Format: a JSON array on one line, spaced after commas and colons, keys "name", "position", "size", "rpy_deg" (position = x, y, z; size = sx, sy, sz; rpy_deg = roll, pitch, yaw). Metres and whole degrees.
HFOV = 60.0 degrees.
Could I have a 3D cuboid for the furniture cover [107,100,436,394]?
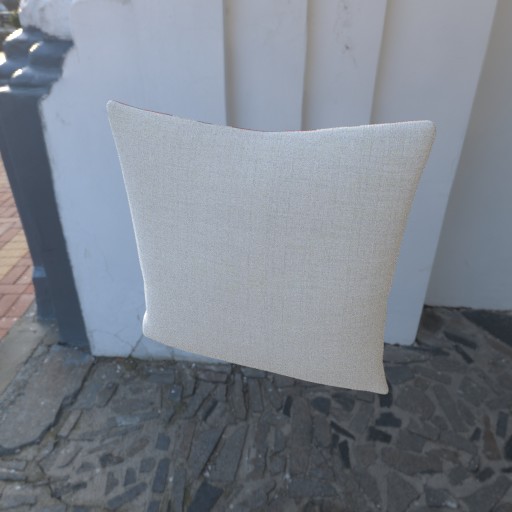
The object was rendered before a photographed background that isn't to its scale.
[{"name": "furniture cover", "position": [0.000, 0.000, 0.648], "size": [0.435, 0.420, 0.145], "rpy_deg": [10, 32, 16]}]
